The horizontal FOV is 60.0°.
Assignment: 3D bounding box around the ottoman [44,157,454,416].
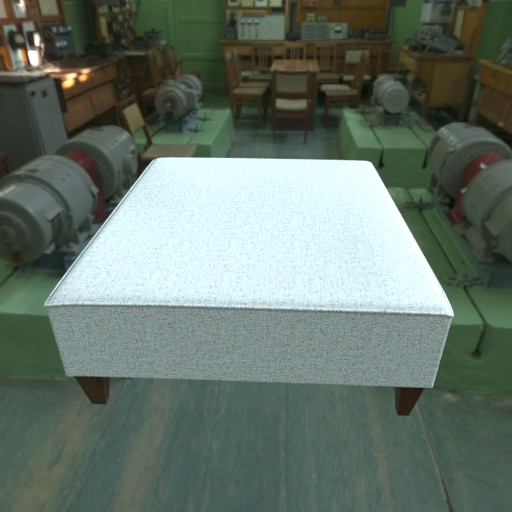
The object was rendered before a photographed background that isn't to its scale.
[{"bbox_3d":[0.000,0.000,1.212,0.736,0.303,0.835,1,30,2],"label":"ottoman"}]
